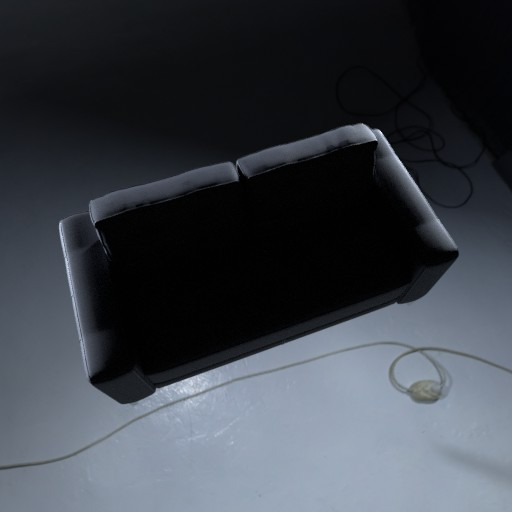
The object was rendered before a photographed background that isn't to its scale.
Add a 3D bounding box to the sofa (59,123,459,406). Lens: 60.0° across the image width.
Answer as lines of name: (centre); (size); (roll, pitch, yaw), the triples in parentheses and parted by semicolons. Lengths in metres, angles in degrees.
sofa: (0.000, 0.000, 2.209); (1.726, 0.893, 0.833); (-18, 63, -9)
